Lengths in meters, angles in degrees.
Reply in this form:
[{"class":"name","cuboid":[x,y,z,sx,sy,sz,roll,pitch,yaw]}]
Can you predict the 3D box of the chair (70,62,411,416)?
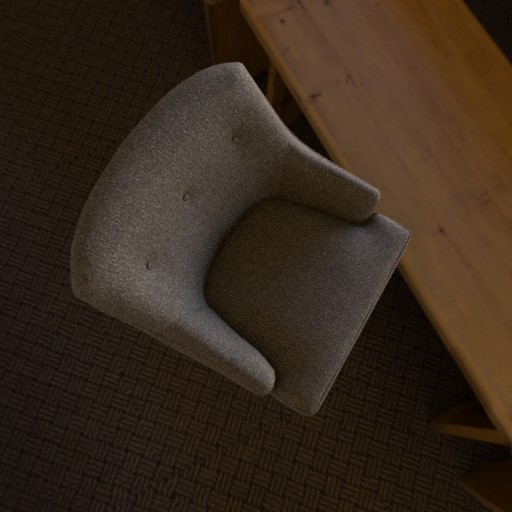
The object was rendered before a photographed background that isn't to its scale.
[{"class":"chair","cuboid":[0.000,0.000,1.613,0.923,0.856,0.864,30,78,7]}]
